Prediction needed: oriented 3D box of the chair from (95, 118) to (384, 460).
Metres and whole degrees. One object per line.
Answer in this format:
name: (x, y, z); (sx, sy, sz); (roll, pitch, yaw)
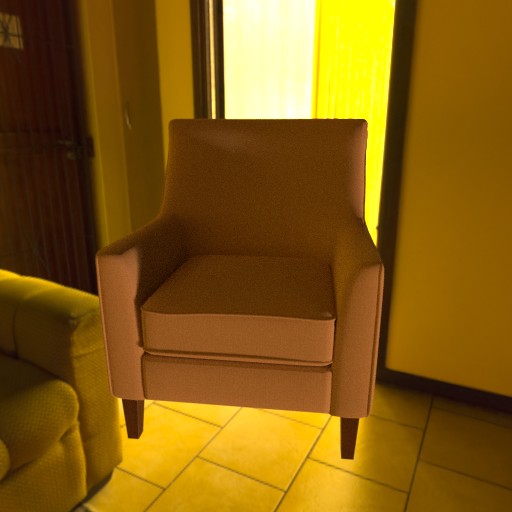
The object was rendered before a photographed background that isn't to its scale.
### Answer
chair: (0.000, 0.000, 1.522); (0.756, 0.916, 0.879); (2, 16, 8)
